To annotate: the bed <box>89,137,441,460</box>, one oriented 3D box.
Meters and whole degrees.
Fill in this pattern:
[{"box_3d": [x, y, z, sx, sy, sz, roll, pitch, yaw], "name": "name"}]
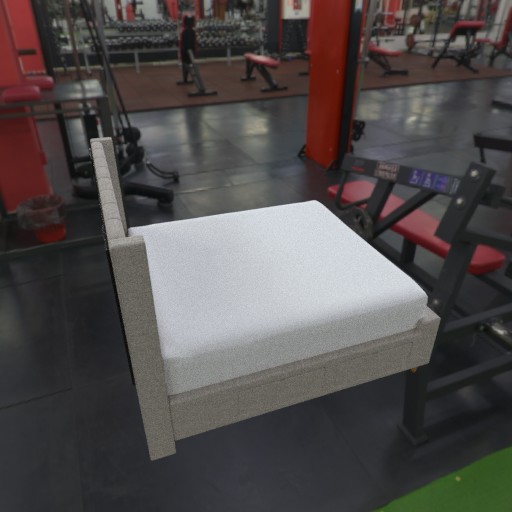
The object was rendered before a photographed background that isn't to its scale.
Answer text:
[{"box_3d": [0.000, 0.000, 3.838, 2.372, 1.748, 2.044, -11, 33, -17], "name": "bed"}]
